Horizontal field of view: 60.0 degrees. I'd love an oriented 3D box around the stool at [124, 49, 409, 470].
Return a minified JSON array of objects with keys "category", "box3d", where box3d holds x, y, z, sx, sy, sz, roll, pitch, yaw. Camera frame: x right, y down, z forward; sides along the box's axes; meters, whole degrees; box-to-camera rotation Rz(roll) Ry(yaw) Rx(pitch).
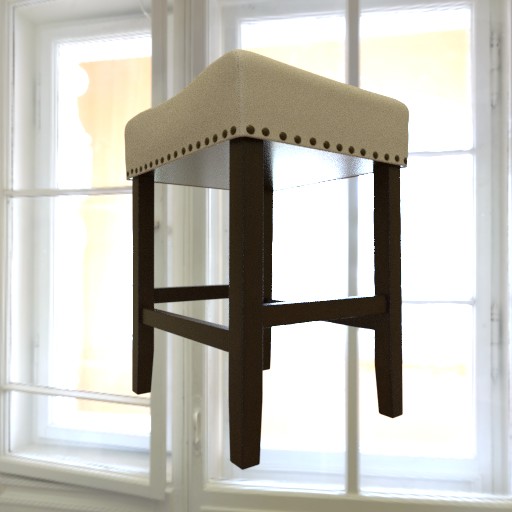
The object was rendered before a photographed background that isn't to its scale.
[{"category":"stool","box3d":[0.000,0.000,0.921,0.401,0.609,0.471,0,0,-36]}]
